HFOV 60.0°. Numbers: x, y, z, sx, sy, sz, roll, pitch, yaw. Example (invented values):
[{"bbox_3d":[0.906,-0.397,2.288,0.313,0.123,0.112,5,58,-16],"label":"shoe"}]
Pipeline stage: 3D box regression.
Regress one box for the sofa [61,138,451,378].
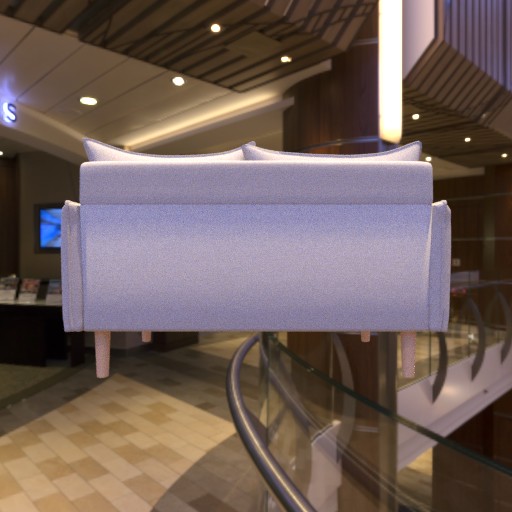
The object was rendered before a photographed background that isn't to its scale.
[{"bbox_3d":[0.000,0.000,1.855,1.300,0.840,0.820,0,1,0],"label":"sofa"}]
